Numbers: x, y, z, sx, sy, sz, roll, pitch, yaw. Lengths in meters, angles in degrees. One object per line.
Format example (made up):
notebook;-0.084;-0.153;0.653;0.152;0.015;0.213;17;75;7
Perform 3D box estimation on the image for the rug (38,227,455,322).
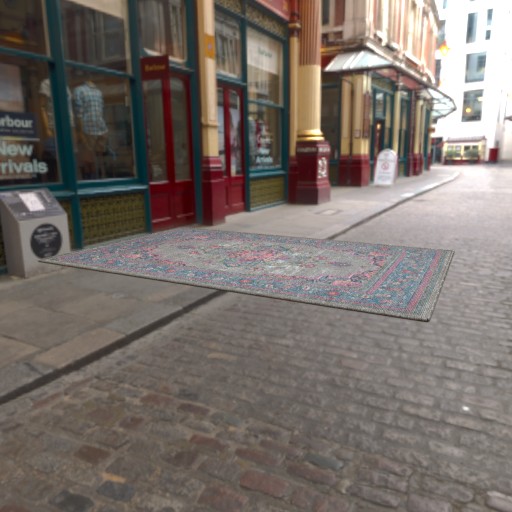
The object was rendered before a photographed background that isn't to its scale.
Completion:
rug;0.000;0.000;2.205;1.748;0.014;1.144;6;14;26
